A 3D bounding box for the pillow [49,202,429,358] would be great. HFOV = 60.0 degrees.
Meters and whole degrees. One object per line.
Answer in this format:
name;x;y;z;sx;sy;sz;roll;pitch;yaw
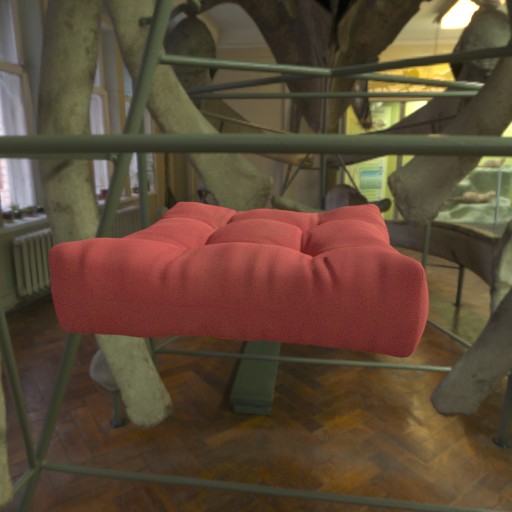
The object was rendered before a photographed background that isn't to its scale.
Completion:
pillow;0.000;0.000;0.741;0.468;0.128;0.490;2;14;9
